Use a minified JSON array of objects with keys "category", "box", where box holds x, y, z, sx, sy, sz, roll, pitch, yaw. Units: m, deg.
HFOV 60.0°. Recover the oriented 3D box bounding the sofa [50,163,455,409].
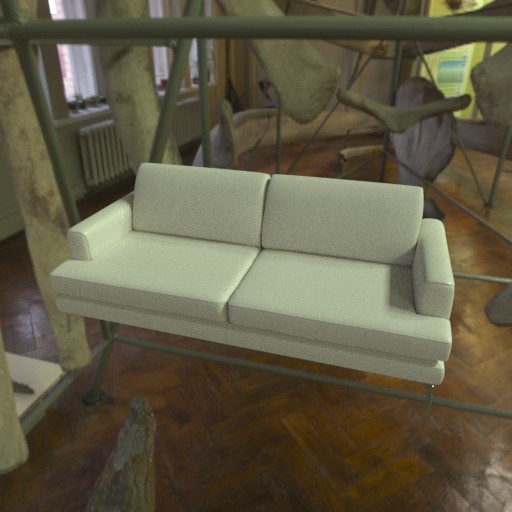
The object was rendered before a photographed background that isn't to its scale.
[{"category":"sofa","box":[0.000,0.000,2.405,1.940,0.765,0.974,8,28,15]}]
